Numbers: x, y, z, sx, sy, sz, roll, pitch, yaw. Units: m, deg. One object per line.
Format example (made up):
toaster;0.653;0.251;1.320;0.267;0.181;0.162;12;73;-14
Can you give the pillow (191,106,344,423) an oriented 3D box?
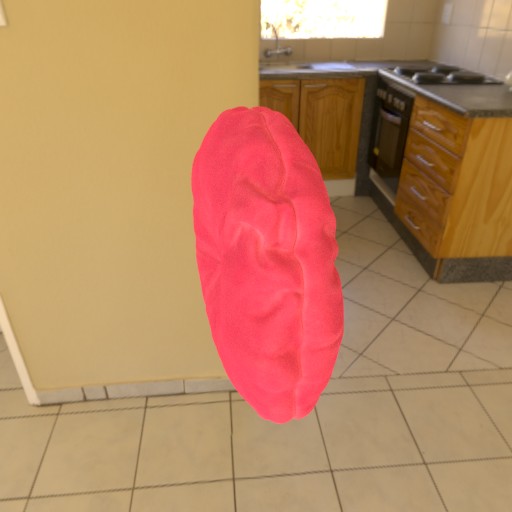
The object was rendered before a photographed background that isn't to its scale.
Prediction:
pillow;0.000;0.000;0.637;0.148;0.407;0.428;-8;31;-13
